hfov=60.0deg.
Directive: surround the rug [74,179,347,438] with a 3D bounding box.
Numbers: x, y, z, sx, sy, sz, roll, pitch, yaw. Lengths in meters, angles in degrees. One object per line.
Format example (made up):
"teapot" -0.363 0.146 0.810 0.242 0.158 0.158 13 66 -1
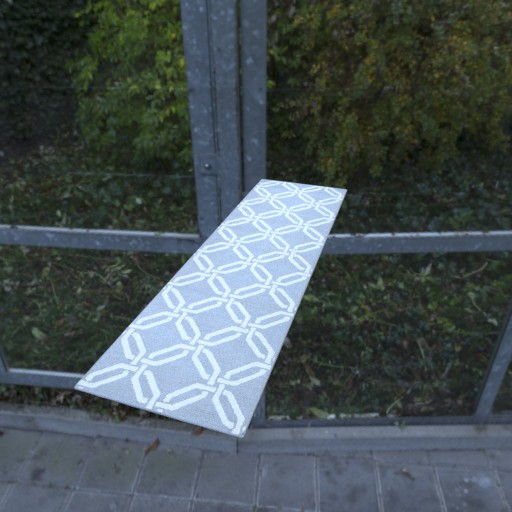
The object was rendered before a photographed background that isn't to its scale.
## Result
"rug" 0.000 0.000 2.496 0.678 0.014 2.276 10 32 16
